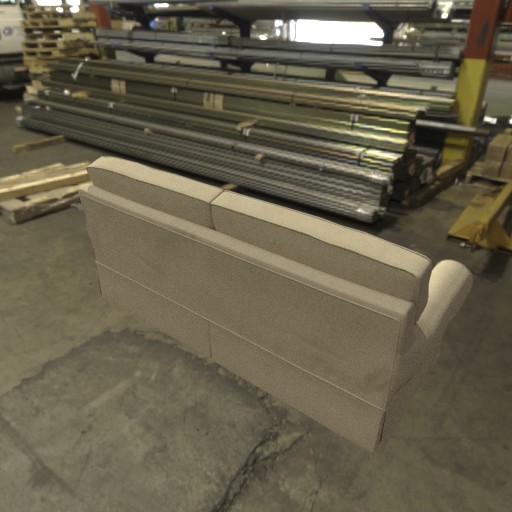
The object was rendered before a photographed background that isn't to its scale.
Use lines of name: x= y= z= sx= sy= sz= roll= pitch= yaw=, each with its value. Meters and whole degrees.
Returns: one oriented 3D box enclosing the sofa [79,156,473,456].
sofa: x=0.000 y=0.000 z=2.652 sx=2.246 sy=1.014 sz=0.900 roll=21 pitch=36 yaw=32
